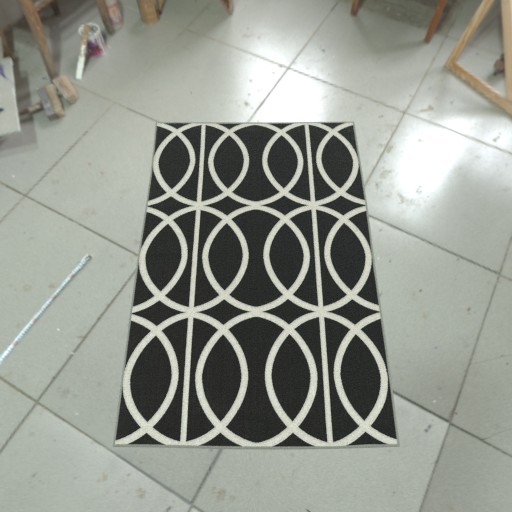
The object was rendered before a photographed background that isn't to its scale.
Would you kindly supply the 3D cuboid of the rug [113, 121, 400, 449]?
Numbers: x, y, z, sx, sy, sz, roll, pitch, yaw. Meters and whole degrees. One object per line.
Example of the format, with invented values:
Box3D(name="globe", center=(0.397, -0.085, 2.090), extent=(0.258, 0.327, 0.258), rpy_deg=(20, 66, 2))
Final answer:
Box3D(name="rug", center=(0.000, 0.000, 2.856), extent=(1.526, 0.014, 2.290), rpy_deg=(0, 63, 0))
